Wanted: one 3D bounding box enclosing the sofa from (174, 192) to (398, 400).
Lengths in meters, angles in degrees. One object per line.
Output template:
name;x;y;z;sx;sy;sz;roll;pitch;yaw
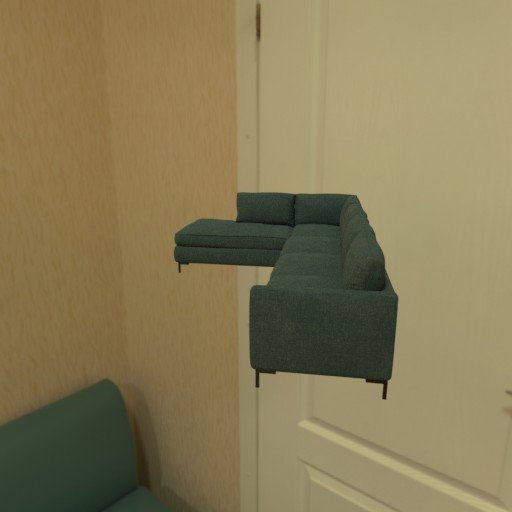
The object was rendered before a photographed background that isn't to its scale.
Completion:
sofa;0.000;0.000;3.895;2.007;0.815;2.949;2;15;9
